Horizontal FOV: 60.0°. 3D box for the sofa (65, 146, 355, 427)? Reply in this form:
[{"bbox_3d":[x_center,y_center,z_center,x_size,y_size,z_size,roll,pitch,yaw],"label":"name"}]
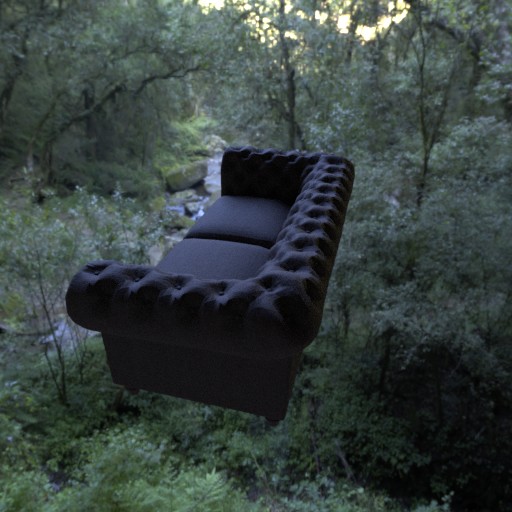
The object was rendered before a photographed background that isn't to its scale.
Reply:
[{"bbox_3d":[0.000,0.000,2.528,0.944,0.780,2.048,8,30,13],"label":"sofa"}]
